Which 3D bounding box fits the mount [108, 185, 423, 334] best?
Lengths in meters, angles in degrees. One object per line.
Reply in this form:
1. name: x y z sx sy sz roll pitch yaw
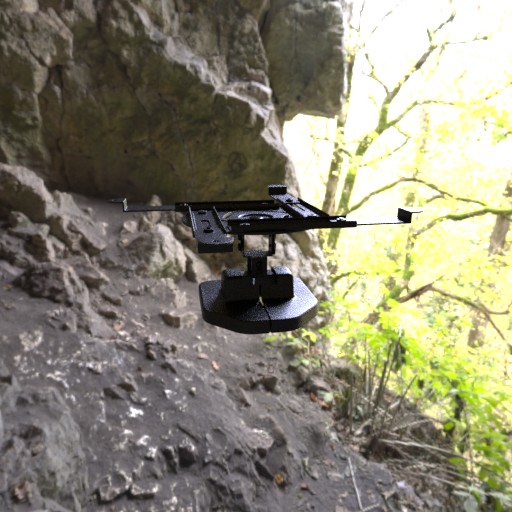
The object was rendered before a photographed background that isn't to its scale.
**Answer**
1. mount: 0.000 0.000 0.603 0.394 0.141 0.394 -3 16 -10
